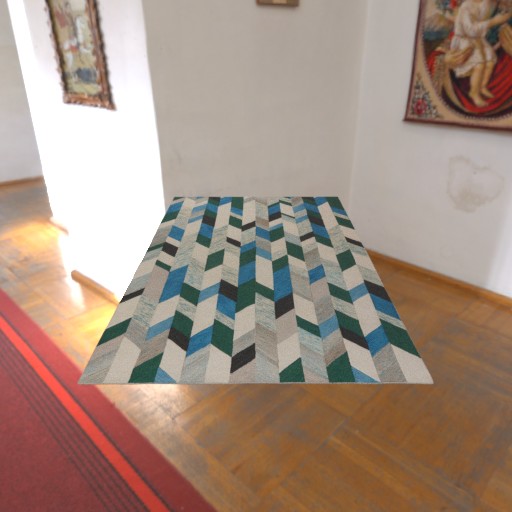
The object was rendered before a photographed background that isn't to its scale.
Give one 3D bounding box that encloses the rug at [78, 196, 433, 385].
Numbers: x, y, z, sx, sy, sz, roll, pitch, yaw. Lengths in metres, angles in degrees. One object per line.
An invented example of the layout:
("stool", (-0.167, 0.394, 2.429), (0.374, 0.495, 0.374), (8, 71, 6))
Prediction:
("rug", (0.000, 0.000, 2.954), (1.507, 0.007, 2.433), (0, 26, 0))
